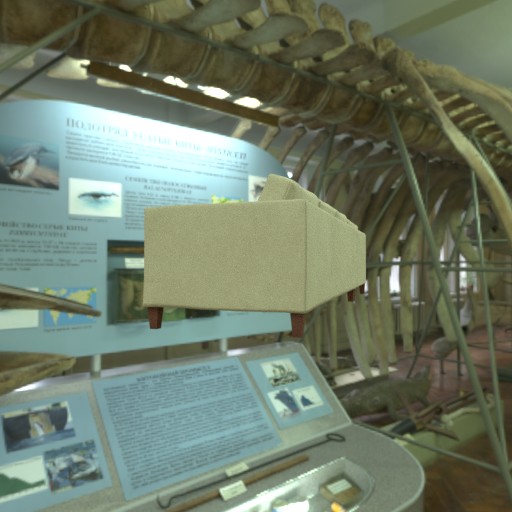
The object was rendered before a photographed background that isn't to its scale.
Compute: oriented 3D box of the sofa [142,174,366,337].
[{"bbox_3d":[0.000,0.000,3.918,1.625,0.846,3.186,0,-1,19],"label":"sofa"}]
